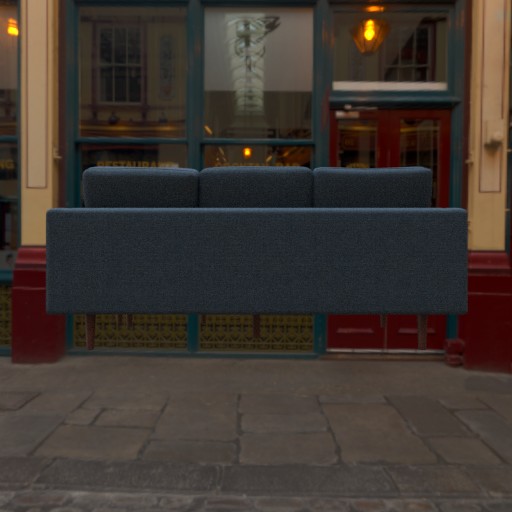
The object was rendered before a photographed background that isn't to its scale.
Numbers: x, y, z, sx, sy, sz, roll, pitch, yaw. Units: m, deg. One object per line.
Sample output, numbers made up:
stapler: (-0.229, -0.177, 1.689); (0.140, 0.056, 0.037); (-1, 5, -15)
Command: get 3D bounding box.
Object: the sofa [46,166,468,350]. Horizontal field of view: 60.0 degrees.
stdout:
sofa: (0.000, 0.000, 2.970); (2.055, 0.957, 1.667); (0, 0, 0)
